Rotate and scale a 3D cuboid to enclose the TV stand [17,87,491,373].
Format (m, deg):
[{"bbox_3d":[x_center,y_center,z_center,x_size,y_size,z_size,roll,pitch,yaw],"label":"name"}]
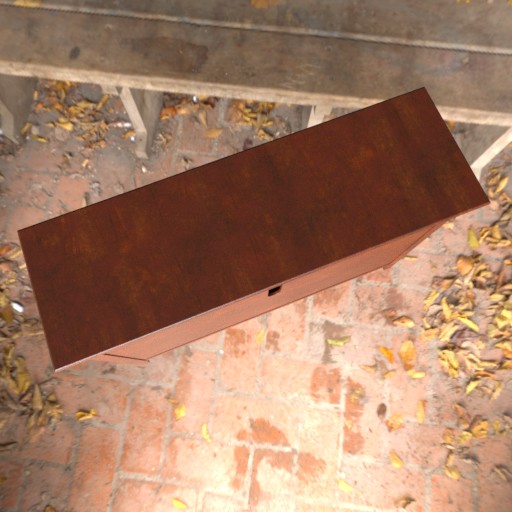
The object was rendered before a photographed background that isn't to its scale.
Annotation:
[{"bbox_3d":[0.000,0.000,1.781,1.372,0.915,0.445,-21,76,-6],"label":"TV stand"}]
